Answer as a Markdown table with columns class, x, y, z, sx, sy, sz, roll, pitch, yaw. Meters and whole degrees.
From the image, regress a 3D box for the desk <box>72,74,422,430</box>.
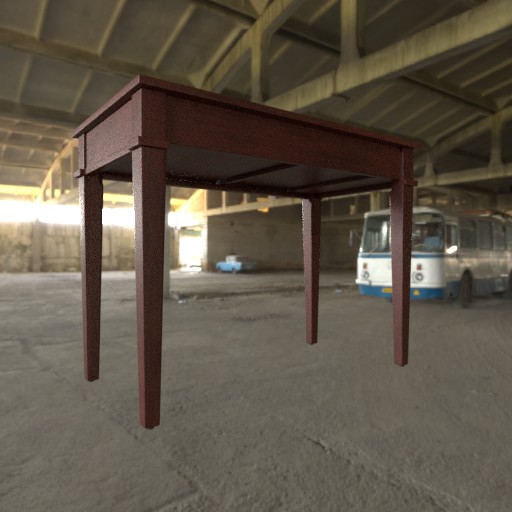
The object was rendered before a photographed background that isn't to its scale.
| class | x | y | z | sx | sy | sz | roll | pitch | yaw |
| --- | --- | --- | --- | --- | --- | --- | --- | --- | --- |
| desk | 0.000 | 0.000 | 1.436 | 1.001 | 0.762 | 0.549 | 0 | 1 | -36 |
